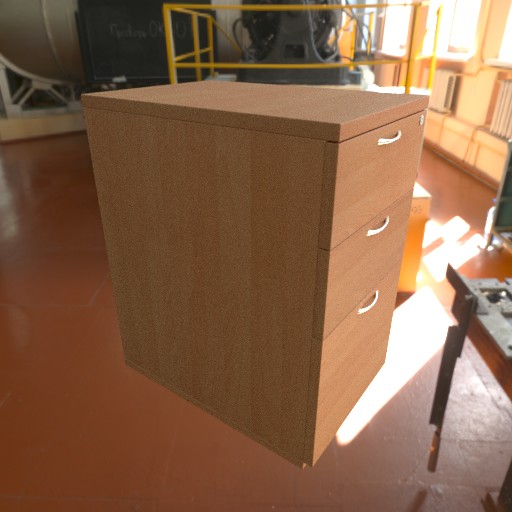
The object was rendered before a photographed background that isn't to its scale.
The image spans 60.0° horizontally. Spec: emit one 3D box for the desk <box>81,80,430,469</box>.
[{"bbox_3d":[0.000,0.000,1.062,0.600,0.730,0.404,18,31,32],"label":"desk"}]
